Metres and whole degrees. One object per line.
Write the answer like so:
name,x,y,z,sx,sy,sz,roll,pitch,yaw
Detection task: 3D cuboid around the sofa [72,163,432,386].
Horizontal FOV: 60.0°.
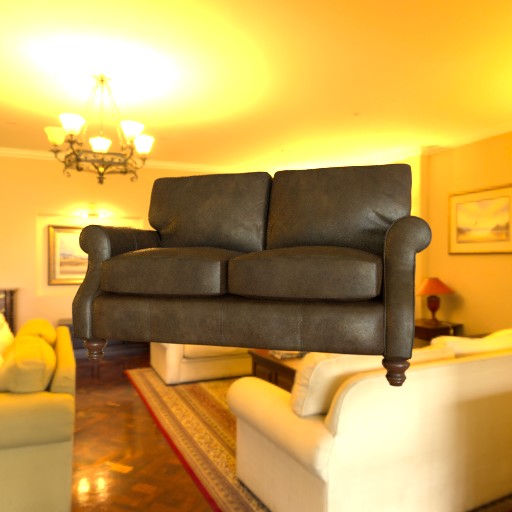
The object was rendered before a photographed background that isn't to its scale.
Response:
sofa,0.000,0.000,2.231,1.616,0.976,0.990,0,0,17
